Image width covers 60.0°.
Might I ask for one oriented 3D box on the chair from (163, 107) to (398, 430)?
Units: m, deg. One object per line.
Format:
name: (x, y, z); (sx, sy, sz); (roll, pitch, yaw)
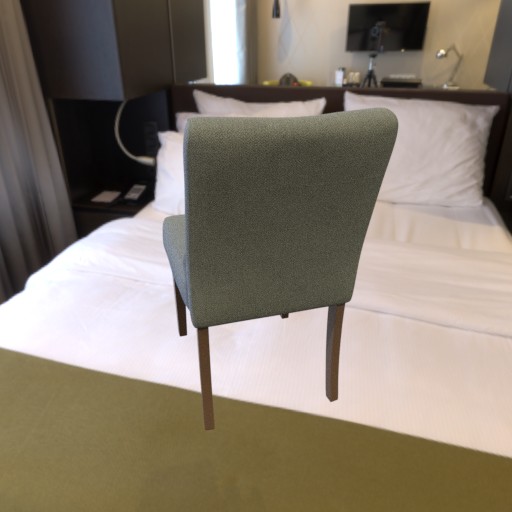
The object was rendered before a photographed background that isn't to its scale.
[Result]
chair: (0.000, 0.000, 1.290); (0.487, 0.882, 0.629); (-8, 28, -15)
